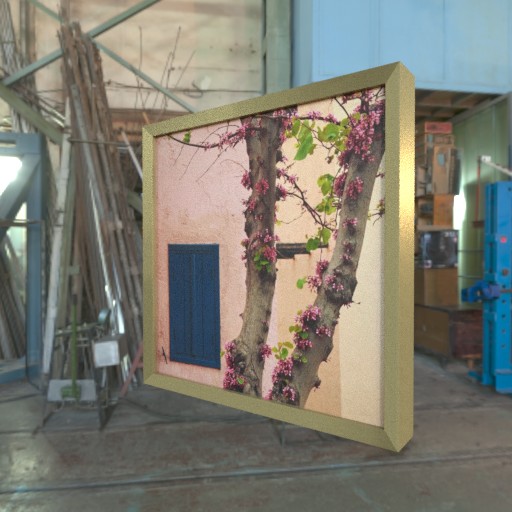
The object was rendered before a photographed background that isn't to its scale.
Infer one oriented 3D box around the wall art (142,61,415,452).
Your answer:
[{"bbox_3d":[0.000,0.000,0.450,0.304,0.305,0.038,1,1,36],"label":"wall art"}]
